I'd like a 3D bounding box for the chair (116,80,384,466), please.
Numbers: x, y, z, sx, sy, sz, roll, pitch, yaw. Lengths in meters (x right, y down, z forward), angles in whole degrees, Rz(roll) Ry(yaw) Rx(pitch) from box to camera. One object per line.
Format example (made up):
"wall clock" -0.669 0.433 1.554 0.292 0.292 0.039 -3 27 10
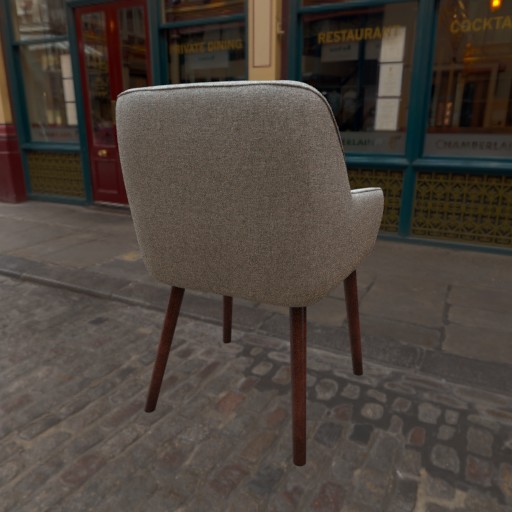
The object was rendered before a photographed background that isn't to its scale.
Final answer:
"chair" 0.000 0.000 1.156 0.543 0.803 0.519 8 17 26
